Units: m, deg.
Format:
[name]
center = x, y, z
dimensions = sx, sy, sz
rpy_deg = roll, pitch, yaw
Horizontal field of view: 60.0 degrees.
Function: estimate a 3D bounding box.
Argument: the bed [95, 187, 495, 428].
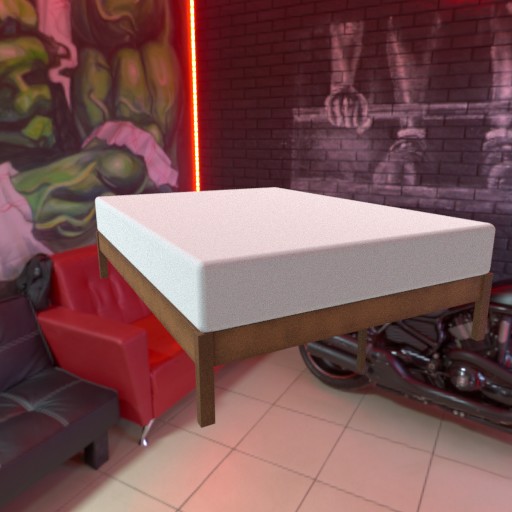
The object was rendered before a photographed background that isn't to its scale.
[bed]
center = 0.000, 0.000, 2.691
dimensions = 1.529, 0.593, 2.050
rpy_deg = -8, 16, -27
